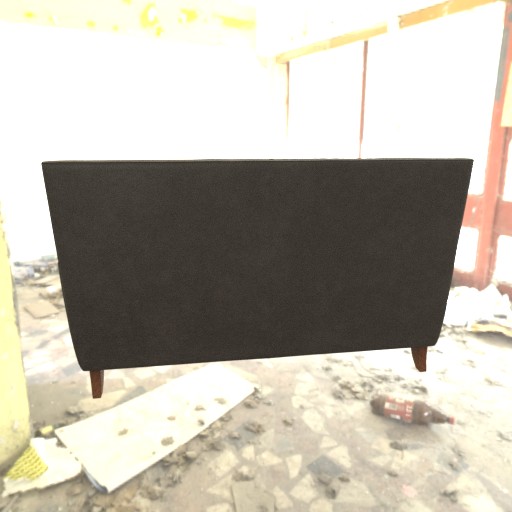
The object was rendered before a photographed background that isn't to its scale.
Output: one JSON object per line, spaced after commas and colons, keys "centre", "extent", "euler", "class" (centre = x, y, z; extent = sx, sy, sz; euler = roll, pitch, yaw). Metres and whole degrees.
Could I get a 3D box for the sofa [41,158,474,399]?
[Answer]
{"centre": [0.000, 0.000, 1.960], "extent": [1.473, 0.871, 0.787], "euler": [-2, 15, -8], "class": "sofa"}
